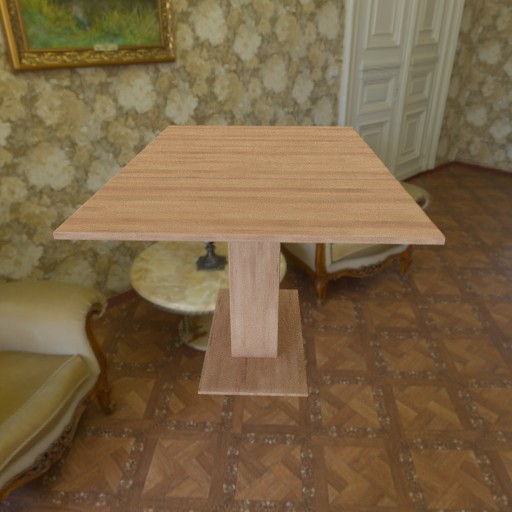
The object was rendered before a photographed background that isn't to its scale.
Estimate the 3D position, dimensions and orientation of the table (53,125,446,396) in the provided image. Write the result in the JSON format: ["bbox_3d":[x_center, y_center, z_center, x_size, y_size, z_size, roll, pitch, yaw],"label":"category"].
[{"bbox_3d":[0.000,0.000,1.765,0.900,0.770,1.300,1,27,2],"label":"table"}]
